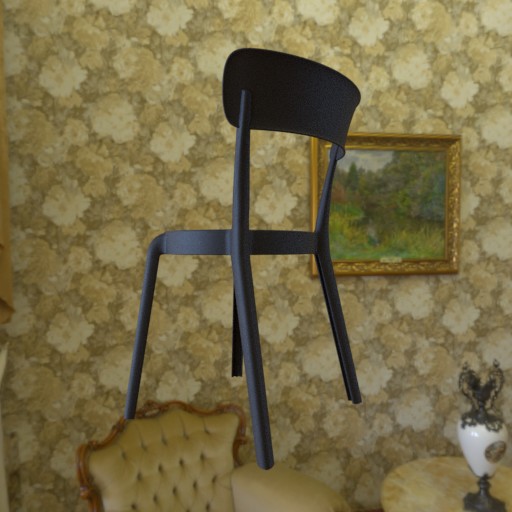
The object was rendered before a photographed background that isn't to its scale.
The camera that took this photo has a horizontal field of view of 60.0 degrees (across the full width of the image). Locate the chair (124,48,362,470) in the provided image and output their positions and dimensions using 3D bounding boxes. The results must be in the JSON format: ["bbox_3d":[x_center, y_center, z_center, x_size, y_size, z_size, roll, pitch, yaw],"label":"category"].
[{"bbox_3d":[0.000,0.000,1.112,0.491,0.790,0.506,1,1,36],"label":"chair"}]
